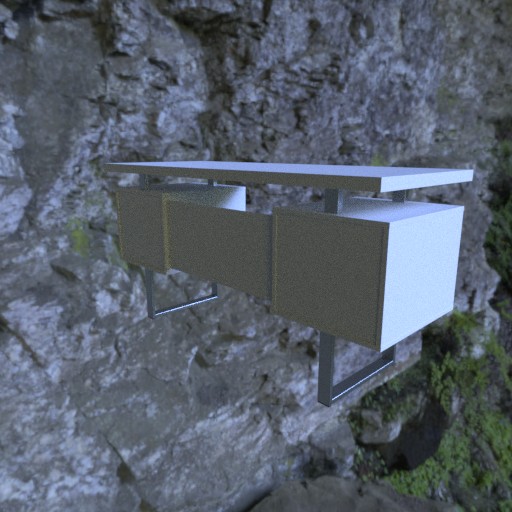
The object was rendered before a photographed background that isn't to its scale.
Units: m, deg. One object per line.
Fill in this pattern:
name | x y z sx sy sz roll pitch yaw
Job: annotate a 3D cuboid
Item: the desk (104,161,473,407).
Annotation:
desk | 0.000 0.000 1.941 0.603 0.773 1.530 -13 19 -43
